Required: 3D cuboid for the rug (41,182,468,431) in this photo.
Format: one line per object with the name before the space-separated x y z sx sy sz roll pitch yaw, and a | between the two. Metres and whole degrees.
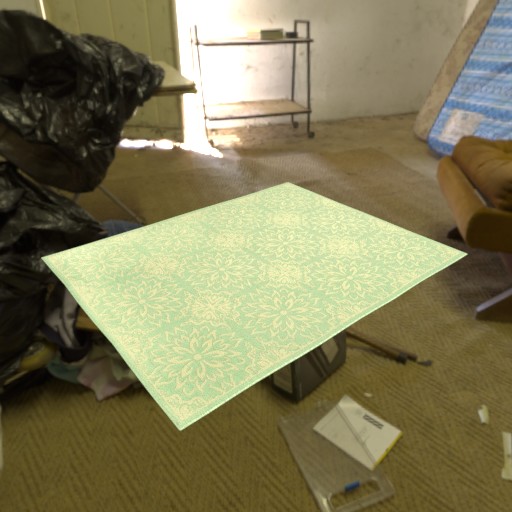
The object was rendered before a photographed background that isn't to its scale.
rug | 0.000 0.000 3.946 2.980 0.012 2.363 -22 37 -33
